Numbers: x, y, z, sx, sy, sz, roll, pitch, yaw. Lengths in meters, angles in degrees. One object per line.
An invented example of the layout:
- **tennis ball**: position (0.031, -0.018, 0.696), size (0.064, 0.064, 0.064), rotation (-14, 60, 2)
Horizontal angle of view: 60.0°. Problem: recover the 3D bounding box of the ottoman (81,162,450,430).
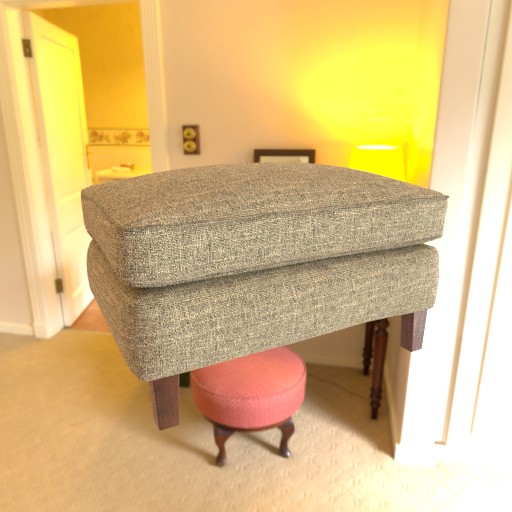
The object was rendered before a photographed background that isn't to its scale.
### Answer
- **ottoman**: position (0.000, 0.000, 0.998), size (0.686, 0.406, 0.508), rotation (-8, 19, -26)
